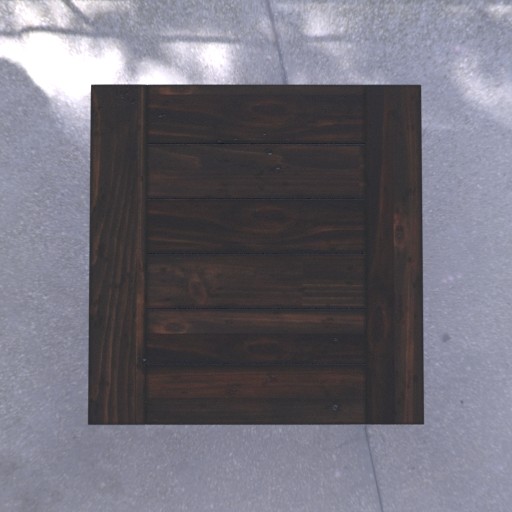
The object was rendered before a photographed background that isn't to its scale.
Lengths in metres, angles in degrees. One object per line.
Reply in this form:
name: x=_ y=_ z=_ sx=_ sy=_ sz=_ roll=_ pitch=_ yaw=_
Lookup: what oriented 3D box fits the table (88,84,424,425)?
table: x=0.000 y=0.000 z=1.004 sx=0.593 sy=0.437 sz=0.606 roll=0 pitch=89 yaw=0
